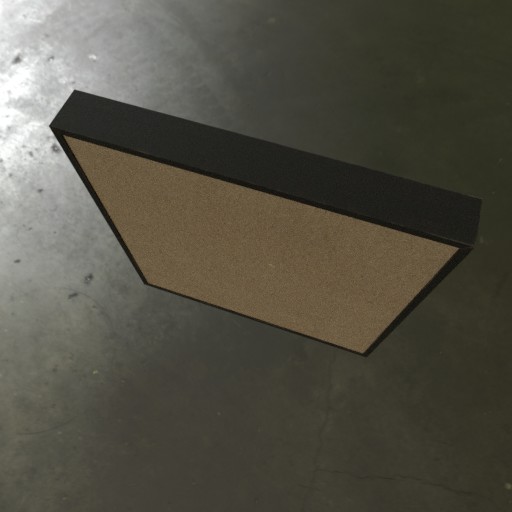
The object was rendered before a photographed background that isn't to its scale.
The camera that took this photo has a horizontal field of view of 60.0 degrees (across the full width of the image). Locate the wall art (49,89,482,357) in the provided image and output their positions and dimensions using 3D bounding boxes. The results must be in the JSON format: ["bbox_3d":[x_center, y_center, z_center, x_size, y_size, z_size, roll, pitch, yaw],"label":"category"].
[{"bbox_3d":[0.000,0.000,0.445,0.305,0.305,0.038,17,65,8],"label":"wall art"}]
